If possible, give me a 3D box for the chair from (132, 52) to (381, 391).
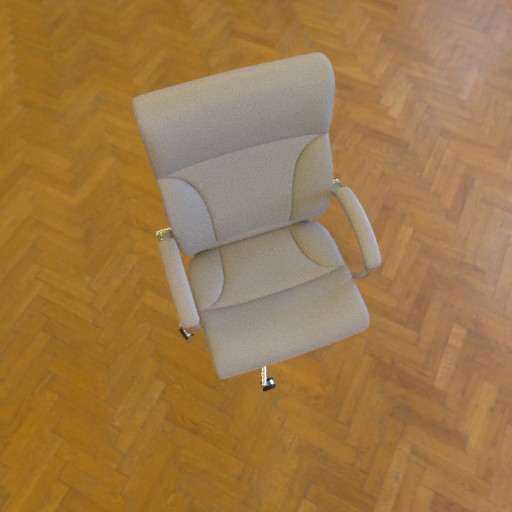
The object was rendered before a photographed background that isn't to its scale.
[{"bbox_3d":[0.000,0.000,1.569,0.727,1.099,0.745,-17,65,-8],"label":"chair"}]
